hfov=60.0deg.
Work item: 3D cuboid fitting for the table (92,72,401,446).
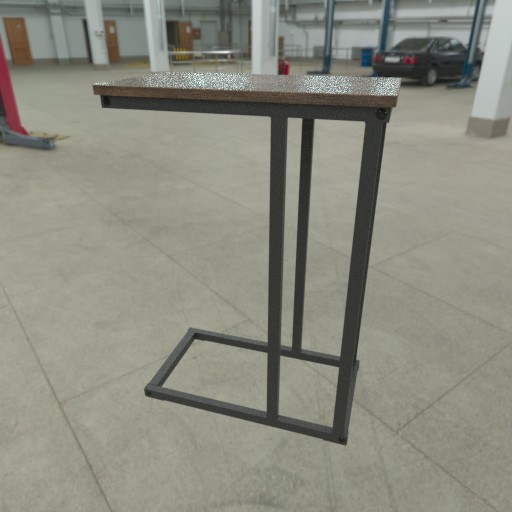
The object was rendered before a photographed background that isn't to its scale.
[{"bbox_3d":[0.000,0.000,0.864,0.450,0.637,0.254,8,28,15],"label":"table"}]
